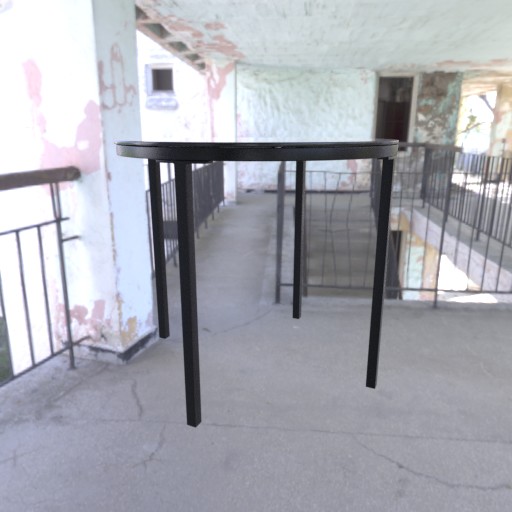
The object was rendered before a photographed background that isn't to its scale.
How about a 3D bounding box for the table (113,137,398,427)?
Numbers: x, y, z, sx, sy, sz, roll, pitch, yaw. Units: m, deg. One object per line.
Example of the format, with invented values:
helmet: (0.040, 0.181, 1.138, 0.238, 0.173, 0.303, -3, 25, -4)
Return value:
table: (0.000, 0.000, 0.870, 0.499, 0.443, 0.499, 0, 16, 0)
